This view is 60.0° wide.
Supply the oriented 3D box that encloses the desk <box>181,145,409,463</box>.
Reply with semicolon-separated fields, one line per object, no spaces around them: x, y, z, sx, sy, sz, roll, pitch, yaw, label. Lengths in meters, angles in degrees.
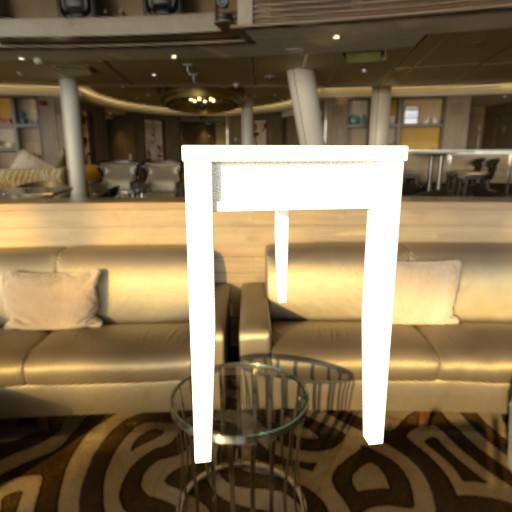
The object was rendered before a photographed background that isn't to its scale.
0.000;0.000;1.637;0.508;0.775;1.220;-2;13;-9;desk
